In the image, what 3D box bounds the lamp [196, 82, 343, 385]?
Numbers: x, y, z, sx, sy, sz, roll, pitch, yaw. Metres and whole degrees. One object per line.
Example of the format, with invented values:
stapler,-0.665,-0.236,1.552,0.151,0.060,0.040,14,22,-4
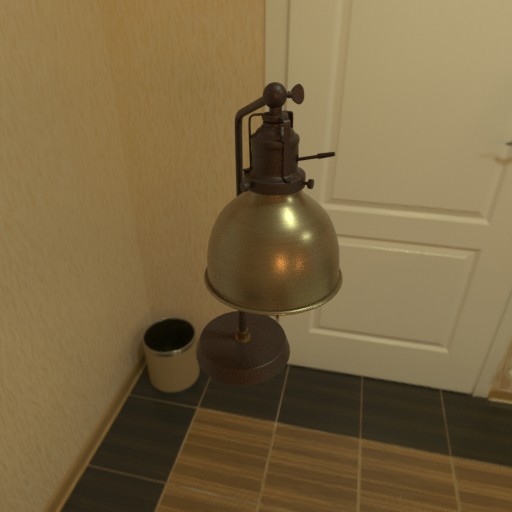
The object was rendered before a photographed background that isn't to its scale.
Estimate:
lamp,0.000,0.000,0.604,0.175,0.469,0.298,-9,34,-14
